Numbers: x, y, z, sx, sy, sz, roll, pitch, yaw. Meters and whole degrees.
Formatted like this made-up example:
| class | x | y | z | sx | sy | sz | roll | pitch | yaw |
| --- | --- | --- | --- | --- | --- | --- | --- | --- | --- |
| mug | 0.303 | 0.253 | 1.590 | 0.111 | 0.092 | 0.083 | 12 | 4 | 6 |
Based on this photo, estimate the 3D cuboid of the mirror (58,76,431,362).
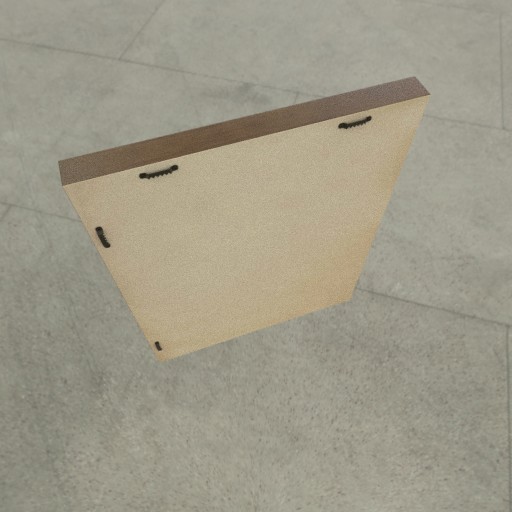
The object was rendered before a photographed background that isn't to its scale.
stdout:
| class | x | y | z | sx | sy | sz | roll | pitch | yaw |
| --- | --- | --- | --- | --- | --- | --- | --- | --- | --- |
| mirror | 0.000 | 0.000 | 0.683 | 0.406 | 0.509 | 0.041 | -17 | 59 | -10 |
